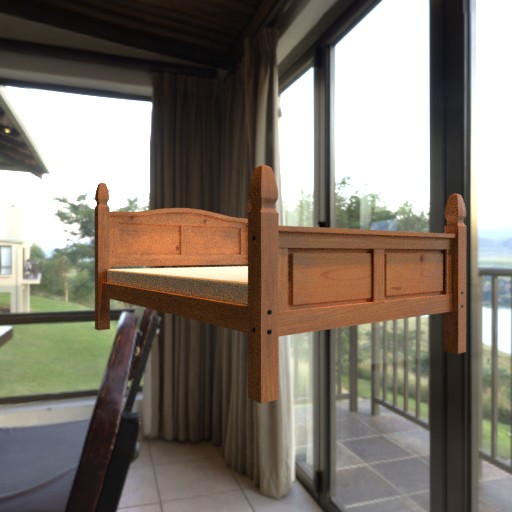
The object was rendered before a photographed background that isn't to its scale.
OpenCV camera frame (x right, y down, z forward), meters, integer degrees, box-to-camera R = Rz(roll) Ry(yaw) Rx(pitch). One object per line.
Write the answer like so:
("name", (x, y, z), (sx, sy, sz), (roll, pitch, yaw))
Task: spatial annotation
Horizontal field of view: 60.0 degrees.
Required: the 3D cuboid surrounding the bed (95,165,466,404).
("bed", (0.000, 0.000, 2.940), (1.490, 1.100, 2.069), (0, 0, -37))
